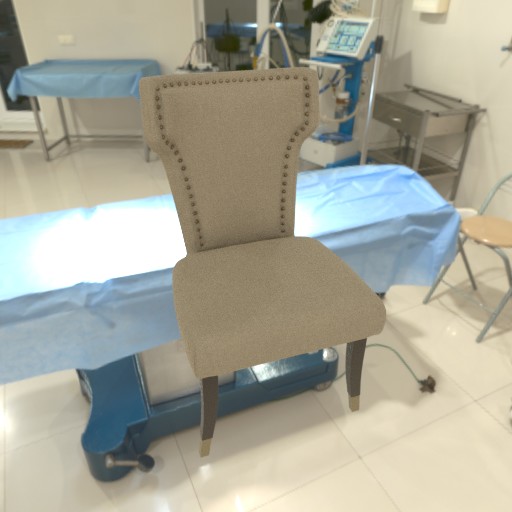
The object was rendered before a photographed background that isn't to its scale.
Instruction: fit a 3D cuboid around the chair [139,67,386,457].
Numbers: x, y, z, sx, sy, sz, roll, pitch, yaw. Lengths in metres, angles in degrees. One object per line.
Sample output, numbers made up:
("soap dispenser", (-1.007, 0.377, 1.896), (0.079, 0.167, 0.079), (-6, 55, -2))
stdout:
("chair", (0.000, 0.000, 1.303), (0.526, 0.955, 0.630), (-10, 34, -16))
